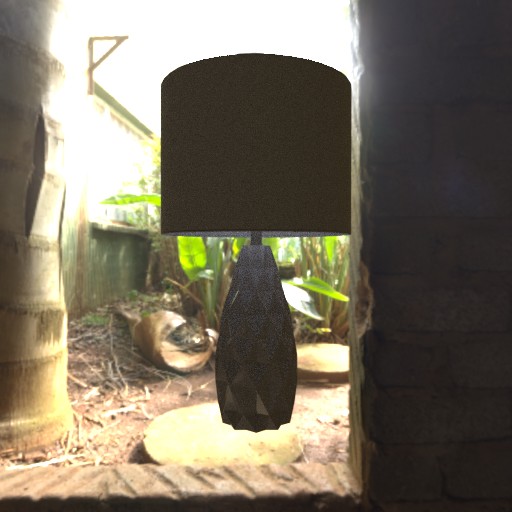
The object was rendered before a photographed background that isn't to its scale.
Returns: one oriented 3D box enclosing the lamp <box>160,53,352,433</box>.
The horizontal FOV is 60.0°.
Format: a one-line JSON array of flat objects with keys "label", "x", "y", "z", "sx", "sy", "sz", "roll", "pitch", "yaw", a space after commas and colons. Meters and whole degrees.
[{"label": "lamp", "x": 0.000, "y": 0.000, "z": 0.707, "sx": 0.297, "sy": 0.522, "sz": 0.297, "roll": 0, "pitch": 1, "yaw": 0}]
